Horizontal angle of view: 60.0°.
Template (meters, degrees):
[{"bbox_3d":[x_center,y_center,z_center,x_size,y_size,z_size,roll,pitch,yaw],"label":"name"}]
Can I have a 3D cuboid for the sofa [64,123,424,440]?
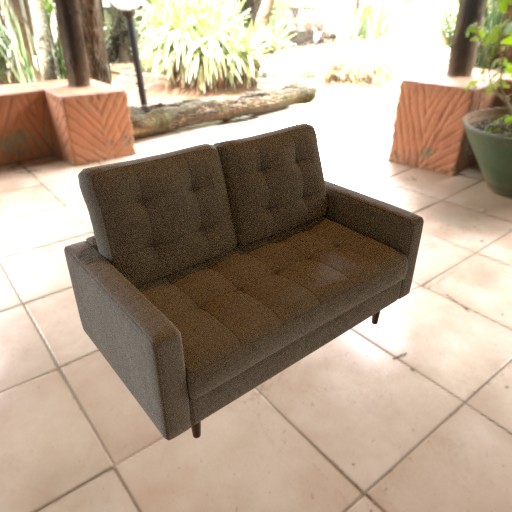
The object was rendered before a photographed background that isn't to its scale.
[{"bbox_3d":[0.000,0.000,1.983,1.407,0.907,0.842,-22,36,-33],"label":"sofa"}]
